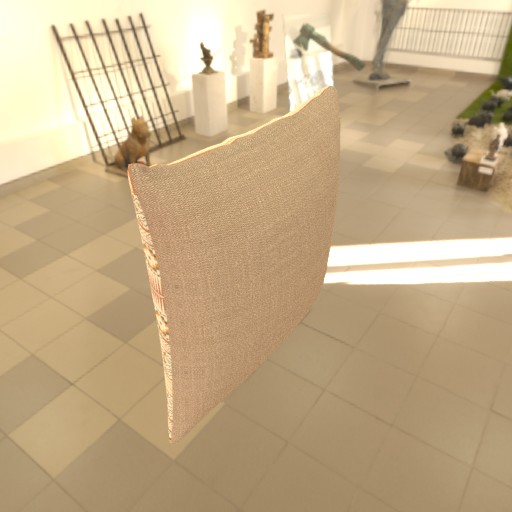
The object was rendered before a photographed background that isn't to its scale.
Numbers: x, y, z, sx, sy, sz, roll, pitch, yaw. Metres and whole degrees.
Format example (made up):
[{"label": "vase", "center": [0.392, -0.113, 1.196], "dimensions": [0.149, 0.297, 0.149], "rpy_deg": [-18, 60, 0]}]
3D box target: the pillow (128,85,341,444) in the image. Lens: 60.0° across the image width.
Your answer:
[{"label": "pillow", "center": [0.000, 0.000, 0.815], "dimensions": [0.215, 0.519, 0.521], "rpy_deg": [21, 39, 28]}]
